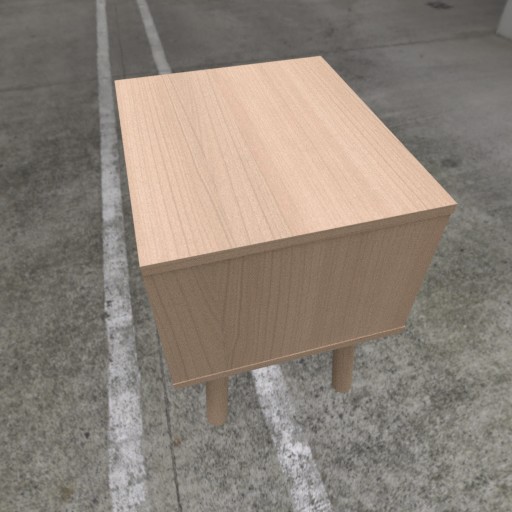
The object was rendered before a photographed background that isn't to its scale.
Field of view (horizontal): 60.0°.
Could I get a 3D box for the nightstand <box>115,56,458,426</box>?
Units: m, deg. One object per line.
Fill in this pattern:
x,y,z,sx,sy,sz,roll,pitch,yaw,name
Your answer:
0.000,0.000,0.842,0.380,0.530,0.450,-12,47,-11,nightstand
